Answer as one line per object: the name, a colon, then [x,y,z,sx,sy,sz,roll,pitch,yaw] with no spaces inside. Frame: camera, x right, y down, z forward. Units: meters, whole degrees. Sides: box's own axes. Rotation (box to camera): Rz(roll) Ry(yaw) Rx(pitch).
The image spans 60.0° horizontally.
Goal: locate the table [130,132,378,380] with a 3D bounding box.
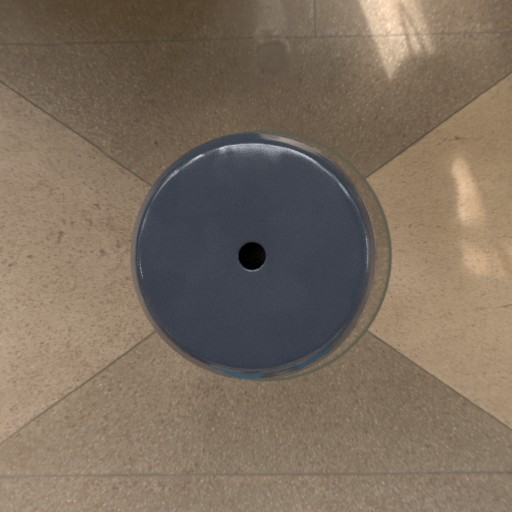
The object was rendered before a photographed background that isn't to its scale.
table: [0.000,0.000,0.630,0.309,0.397,0.309,0,90,1]
